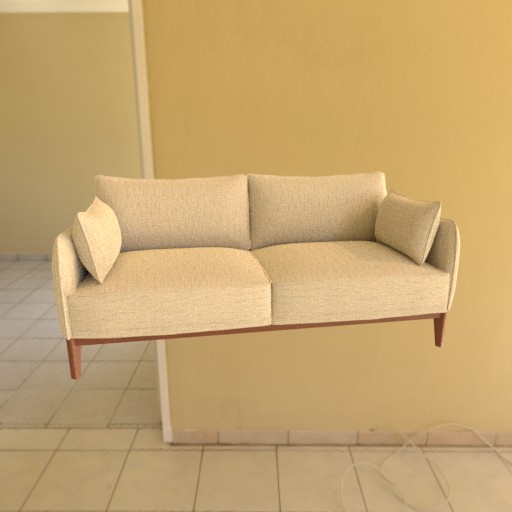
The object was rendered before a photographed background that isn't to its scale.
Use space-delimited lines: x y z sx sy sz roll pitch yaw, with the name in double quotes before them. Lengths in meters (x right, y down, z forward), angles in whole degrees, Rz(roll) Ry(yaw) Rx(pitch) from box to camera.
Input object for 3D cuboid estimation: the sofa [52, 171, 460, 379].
"sofa" 0.000 0.000 2.509 1.989 0.860 0.991 -3 17 -9
